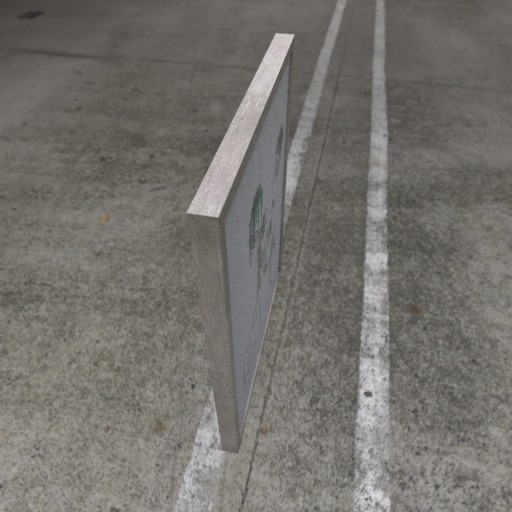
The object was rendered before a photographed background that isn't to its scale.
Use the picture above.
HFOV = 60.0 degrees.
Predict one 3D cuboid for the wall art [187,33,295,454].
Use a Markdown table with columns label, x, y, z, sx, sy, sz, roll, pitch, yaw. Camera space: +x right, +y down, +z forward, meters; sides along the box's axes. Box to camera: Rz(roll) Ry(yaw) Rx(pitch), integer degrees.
| label | x | y | z | sx | sy | sz | roll | pitch | yaw |
| --- | --- | --- | --- | --- | --- | --- | --- | --- | --- |
| wall art | 0.000 | 0.000 | 0.701 | 0.032 | 0.521 | 0.421 | 9 | 46 | 8 |
